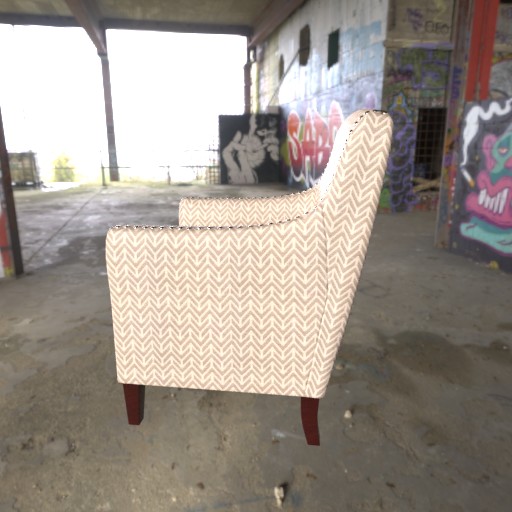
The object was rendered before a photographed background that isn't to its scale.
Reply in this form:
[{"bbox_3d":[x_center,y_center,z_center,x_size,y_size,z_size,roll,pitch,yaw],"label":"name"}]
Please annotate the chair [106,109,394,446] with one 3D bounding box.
[{"bbox_3d":[0.000,0.000,1.324,0.651,0.816,0.623,2,14,8],"label":"chair"}]
